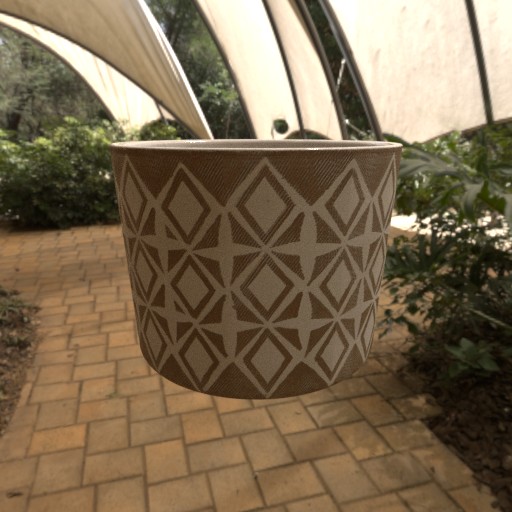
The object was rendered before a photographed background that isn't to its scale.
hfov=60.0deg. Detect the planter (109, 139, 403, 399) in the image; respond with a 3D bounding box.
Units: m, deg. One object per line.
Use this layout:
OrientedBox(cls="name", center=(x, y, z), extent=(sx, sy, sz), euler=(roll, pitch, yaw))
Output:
OrientedBox(cls="planter", center=(0.000, 0.000, 0.442), extent=(0.260, 0.220, 0.260), euler=(0, 16, 0))
